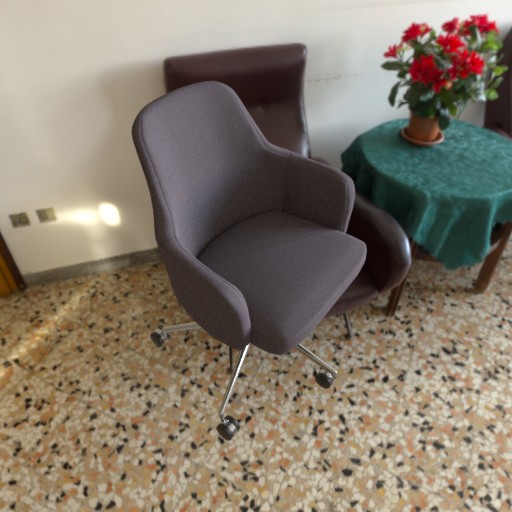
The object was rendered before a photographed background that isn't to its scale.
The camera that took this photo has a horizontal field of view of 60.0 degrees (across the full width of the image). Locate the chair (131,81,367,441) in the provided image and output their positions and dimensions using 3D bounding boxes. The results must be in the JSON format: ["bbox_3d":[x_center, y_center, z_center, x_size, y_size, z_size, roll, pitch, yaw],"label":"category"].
[{"bbox_3d":[0.000,0.000,1.266,0.600,0.820,0.655,26,48,26],"label":"chair"}]
